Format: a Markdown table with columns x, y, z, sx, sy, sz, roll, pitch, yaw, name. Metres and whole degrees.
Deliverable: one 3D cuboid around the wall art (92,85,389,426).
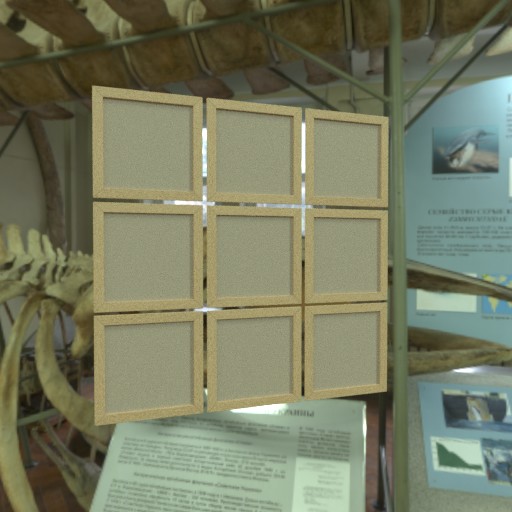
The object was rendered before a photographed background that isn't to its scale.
| x | y | z | sx | sy | sz | roll | pitch | yaw | name |
| --- | --- | --- | --- | --- | --- | --- | --- | --- | --- |
| 0.000 | 0.000 | 2.205 | 1.519 | 1.507 | 0.014 | 0 | 1 | -18 | wall art |
